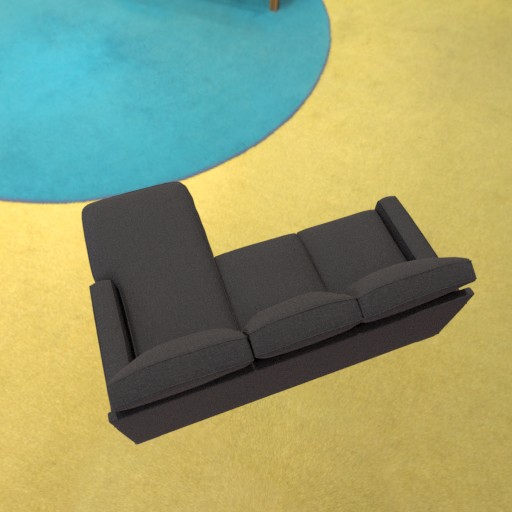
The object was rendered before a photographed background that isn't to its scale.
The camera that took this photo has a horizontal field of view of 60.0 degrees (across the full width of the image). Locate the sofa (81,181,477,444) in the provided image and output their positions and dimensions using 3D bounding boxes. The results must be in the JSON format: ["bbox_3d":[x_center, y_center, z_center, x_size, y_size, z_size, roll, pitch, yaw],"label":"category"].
[{"bbox_3d":[0.000,0.000,3.284,2.370,0.973,1.790,-17,59,-10],"label":"sofa"}]
